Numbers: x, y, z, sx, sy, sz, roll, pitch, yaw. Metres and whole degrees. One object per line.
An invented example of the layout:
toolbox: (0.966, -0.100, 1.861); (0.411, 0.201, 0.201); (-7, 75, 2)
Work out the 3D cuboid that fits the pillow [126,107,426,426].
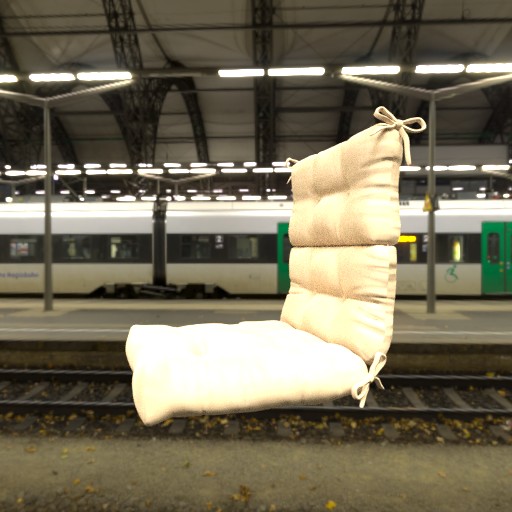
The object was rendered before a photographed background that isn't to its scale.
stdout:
pillow: (0.000, 0.000, 1.032); (0.571, 0.605, 0.519); (0, 1, -18)
